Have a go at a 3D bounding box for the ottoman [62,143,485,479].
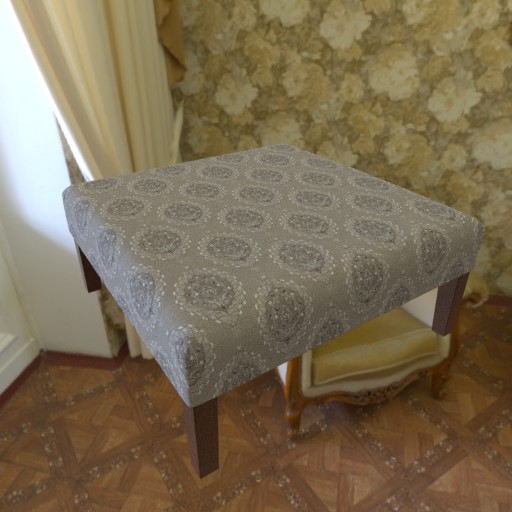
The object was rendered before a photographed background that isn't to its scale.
[{"bbox_3d":[0.000,0.000,1.360,0.889,0.411,0.890,-19,35,-29],"label":"ottoman"}]
